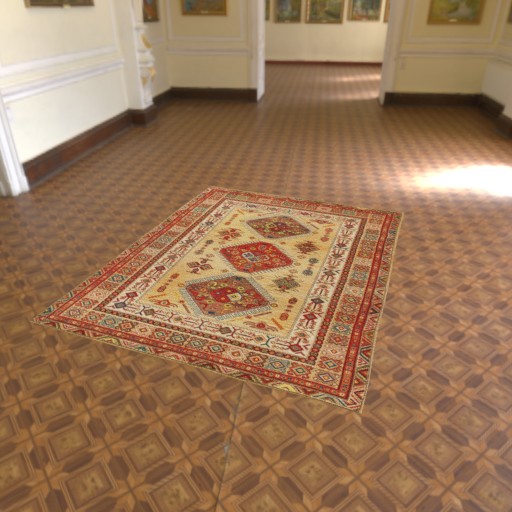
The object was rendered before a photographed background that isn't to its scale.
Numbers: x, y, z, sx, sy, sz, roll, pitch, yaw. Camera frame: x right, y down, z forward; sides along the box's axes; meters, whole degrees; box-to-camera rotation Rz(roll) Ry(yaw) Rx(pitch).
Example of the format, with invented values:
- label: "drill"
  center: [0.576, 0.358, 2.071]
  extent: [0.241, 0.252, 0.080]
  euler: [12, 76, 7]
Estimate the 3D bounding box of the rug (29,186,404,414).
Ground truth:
- label: "rug"
  center: [0.000, 0.000, 4.176]
  extent: [2.460, 0.005, 3.067]
  euler: [11, 31, 18]
